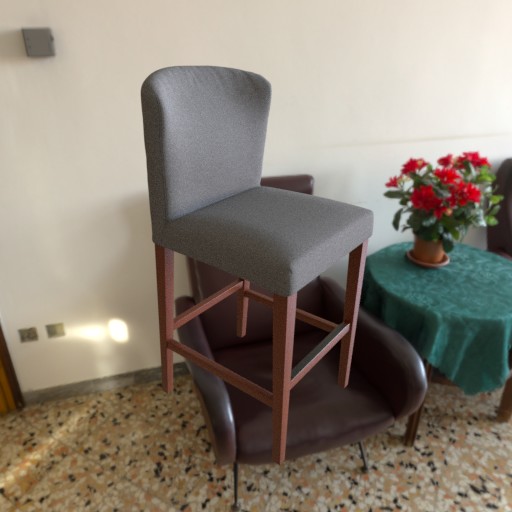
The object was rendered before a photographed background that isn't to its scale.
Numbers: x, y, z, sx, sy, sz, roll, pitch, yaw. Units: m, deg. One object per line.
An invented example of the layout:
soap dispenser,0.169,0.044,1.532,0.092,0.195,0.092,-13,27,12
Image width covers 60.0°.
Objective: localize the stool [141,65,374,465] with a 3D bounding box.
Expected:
stool,0.000,0.000,1.374,0.568,1.069,0.481,19,32,33
